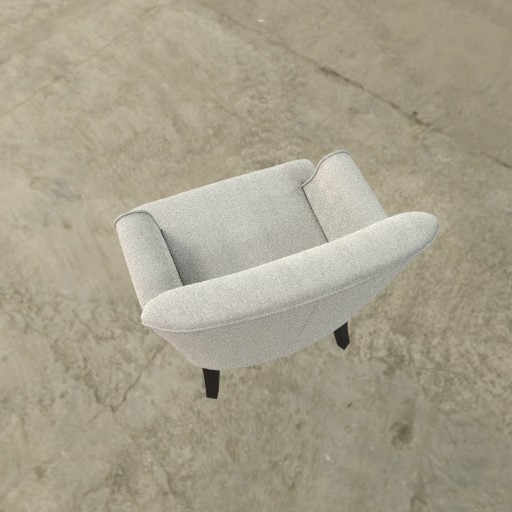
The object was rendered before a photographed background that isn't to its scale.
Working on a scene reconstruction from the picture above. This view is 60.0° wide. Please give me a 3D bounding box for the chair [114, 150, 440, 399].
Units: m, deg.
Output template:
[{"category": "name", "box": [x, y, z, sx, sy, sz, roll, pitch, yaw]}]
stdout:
[{"category": "chair", "box": [0.000, 0.000, 1.448, 0.781, 0.875, 0.750, -18, 61, -10]}]
